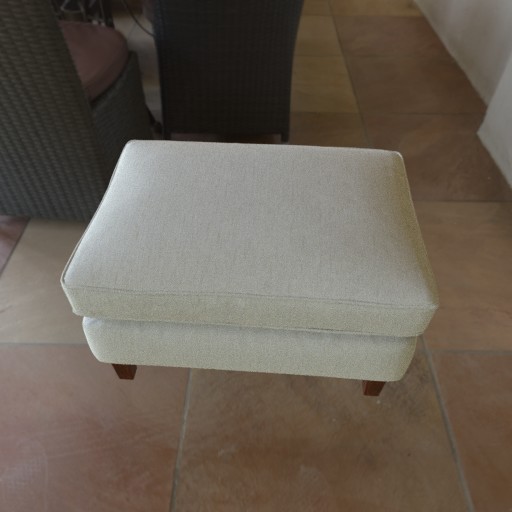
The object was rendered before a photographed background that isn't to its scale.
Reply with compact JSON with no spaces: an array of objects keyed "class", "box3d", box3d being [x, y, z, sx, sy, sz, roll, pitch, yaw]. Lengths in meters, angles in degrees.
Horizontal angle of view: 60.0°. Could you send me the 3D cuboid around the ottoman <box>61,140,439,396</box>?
[{"class":"ottoman","box3d":[0.000,0.000,1.001,0.665,0.406,0.501,3,47,3]}]
